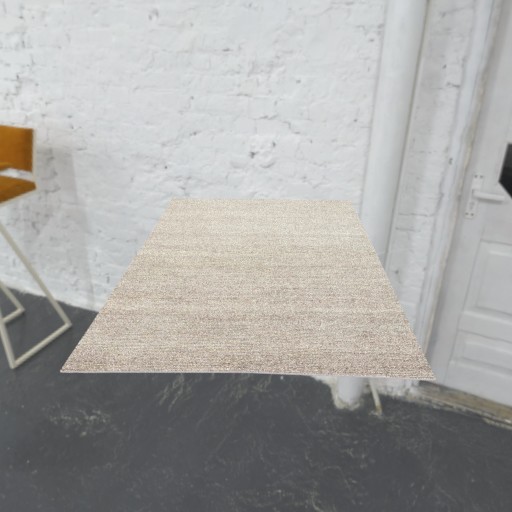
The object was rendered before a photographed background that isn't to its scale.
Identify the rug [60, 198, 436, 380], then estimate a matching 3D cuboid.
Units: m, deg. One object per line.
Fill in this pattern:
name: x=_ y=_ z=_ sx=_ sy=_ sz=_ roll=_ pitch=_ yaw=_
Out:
rug: x=0.000 y=0.000 z=2.933 sx=1.609 sy=0.030 sz=2.342 roll=1 pitch=26 yaw=2
